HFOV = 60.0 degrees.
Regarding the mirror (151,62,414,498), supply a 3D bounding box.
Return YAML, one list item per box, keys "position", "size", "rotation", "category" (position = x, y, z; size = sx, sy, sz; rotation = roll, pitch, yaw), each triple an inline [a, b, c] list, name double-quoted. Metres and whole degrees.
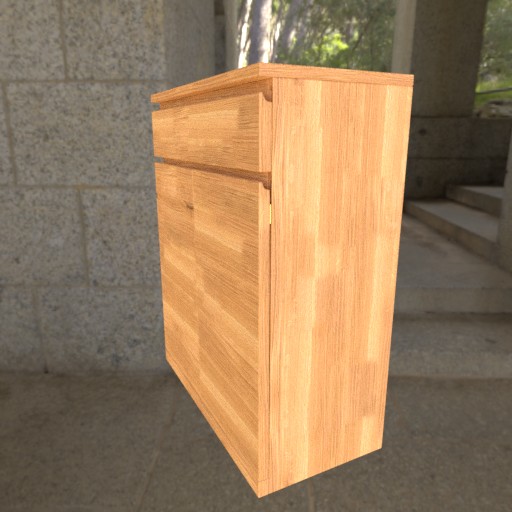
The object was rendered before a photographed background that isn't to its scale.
- position: [0.000, 0.000, 1.396]
  size: [0.400, 1.000, 0.800]
  rotation: [-8, 17, -26]
  category: "mirror"
